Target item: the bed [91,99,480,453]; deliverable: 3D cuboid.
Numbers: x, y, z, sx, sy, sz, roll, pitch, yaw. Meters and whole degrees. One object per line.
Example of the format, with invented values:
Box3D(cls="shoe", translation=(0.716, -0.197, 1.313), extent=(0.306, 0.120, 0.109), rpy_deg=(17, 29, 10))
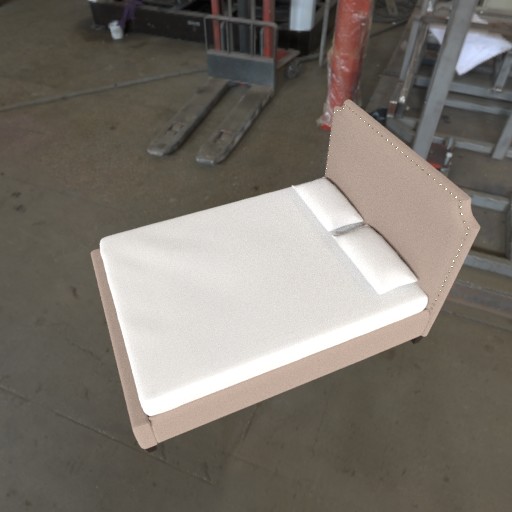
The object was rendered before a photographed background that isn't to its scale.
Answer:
Box3D(cls="bed", translation=(0.000, 0.000, 3.389), extent=(2.372, 1.443, 1.713), rpy_deg=(-17, 48, -16))
